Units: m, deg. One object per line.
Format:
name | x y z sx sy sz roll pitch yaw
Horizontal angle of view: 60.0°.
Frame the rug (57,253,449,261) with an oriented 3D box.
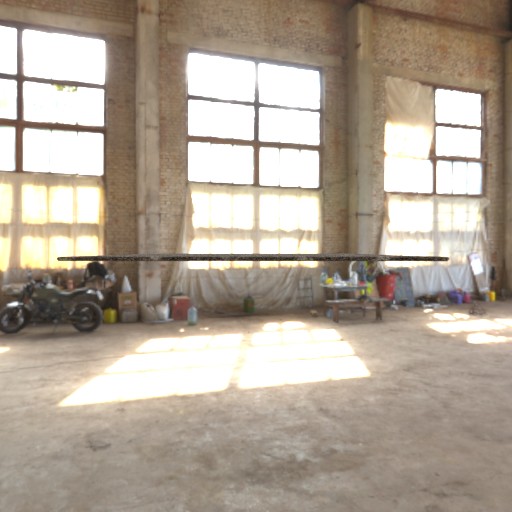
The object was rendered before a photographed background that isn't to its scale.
rug | 0.000 0.000 4.247 2.438 0.029 3.047 0 1 1
